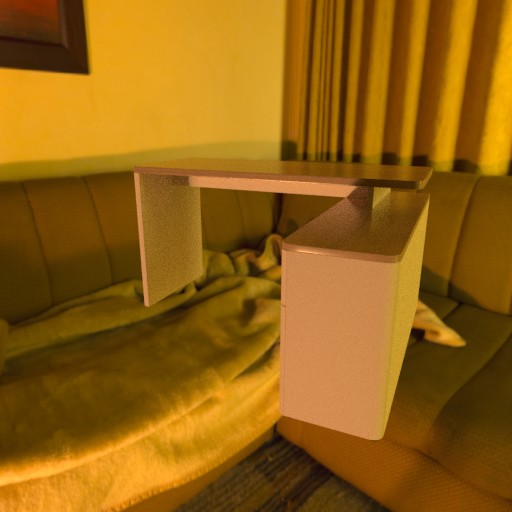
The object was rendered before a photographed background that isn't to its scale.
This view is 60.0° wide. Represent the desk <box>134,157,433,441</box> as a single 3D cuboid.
[{"bbox_3d":[0.000,0.000,2.077,1.400,0.770,1.175,8,19,23],"label":"desk"}]
